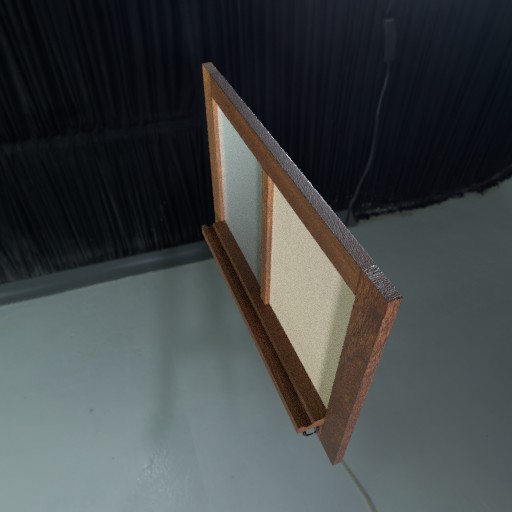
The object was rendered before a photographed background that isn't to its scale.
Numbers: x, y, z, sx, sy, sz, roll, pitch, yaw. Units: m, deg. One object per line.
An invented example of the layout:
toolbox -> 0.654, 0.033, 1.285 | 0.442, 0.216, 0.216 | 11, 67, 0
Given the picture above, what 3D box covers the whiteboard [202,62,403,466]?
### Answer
whiteboard -> 0.000, 0.000, 0.999 | 0.083, 0.559, 0.783 | -16, 48, -15
